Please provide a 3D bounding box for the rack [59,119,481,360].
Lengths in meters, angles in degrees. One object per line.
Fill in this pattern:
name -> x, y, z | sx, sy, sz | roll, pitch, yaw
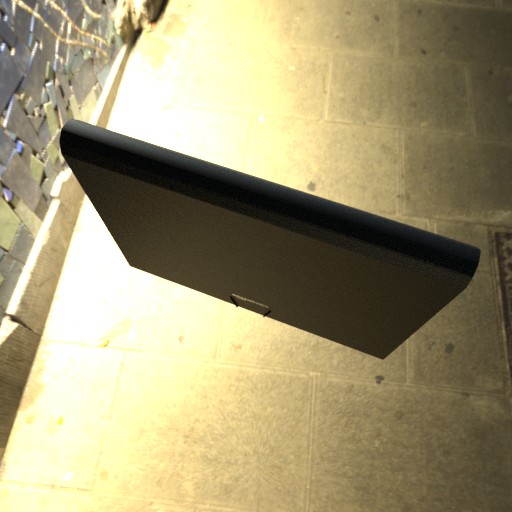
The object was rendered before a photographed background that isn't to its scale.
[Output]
rack -> 0.000, 0.000, 0.439 | 0.330, 0.241, 0.041 | 19, 66, 9
